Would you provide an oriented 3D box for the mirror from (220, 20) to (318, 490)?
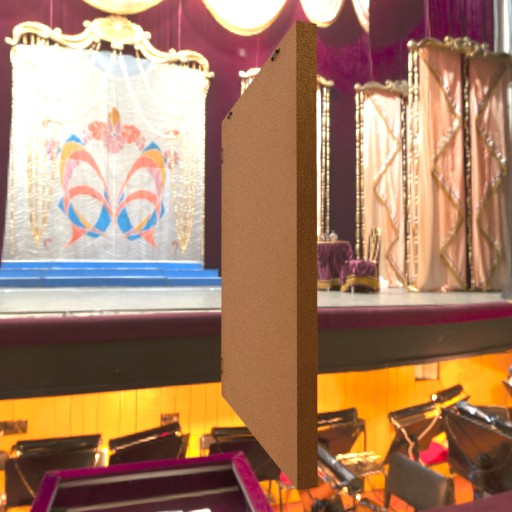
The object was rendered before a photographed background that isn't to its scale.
[{"bbox_3d":[0.000,0.000,0.915,0.039,0.710,0.507,0,-1,-17],"label":"mirror"}]
